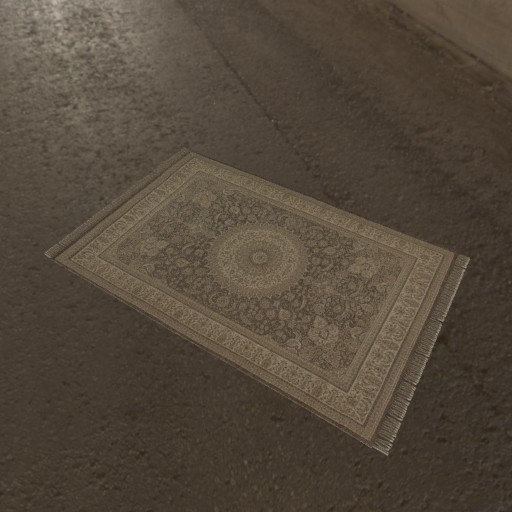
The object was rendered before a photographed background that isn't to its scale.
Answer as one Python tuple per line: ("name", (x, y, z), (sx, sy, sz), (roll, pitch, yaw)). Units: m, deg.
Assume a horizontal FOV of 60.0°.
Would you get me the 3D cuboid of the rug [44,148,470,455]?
("rug", (0.000, 0.000, 2.977), (2.440, 0.010, 1.528), (25, 52, 22))
